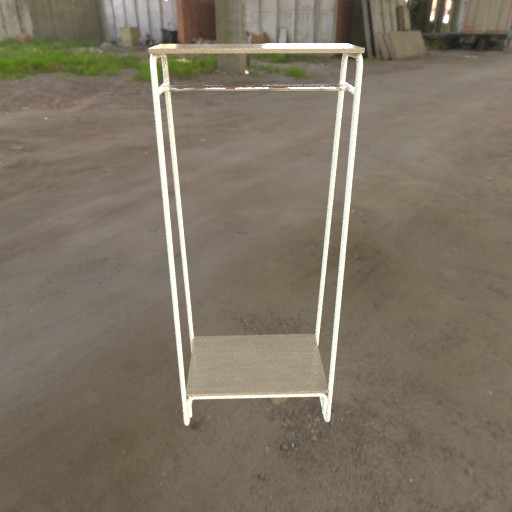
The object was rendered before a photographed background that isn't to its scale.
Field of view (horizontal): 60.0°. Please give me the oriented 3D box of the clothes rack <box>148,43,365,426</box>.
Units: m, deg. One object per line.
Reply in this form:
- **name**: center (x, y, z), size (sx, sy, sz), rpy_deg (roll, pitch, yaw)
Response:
- **clothes rack**: center (0.000, 0.000, 1.763), size (0.640, 1.512, 0.400), rpy_deg (-1, 29, -2)
